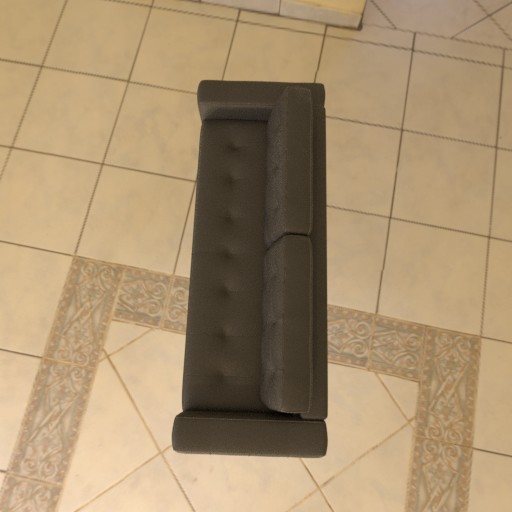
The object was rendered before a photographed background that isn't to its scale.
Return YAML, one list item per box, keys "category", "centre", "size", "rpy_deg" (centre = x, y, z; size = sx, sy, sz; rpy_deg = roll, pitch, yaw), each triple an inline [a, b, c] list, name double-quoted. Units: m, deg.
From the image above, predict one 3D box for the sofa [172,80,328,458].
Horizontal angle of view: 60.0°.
- category: "sofa"
  centre: [0.000, 0.000, 2.771]
  size: [0.833, 0.893, 2.275]
  rpy_deg: [2, 76, 0]
